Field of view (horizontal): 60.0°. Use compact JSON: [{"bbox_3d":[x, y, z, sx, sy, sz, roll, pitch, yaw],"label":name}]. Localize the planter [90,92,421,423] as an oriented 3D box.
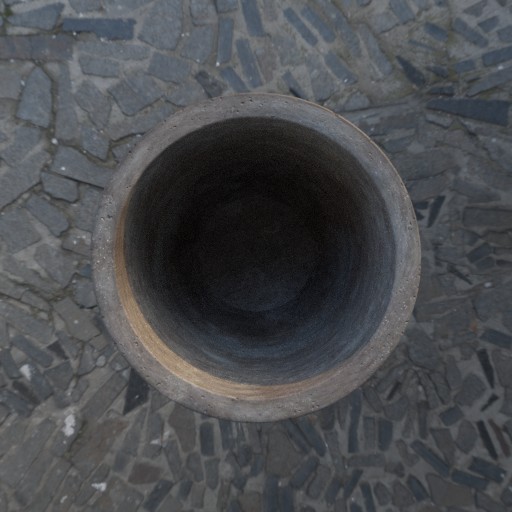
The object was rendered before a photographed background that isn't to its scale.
[{"bbox_3d":[0.000,0.000,0.224,0.122,0.128,0.122,0,91,0],"label":"planter"}]
